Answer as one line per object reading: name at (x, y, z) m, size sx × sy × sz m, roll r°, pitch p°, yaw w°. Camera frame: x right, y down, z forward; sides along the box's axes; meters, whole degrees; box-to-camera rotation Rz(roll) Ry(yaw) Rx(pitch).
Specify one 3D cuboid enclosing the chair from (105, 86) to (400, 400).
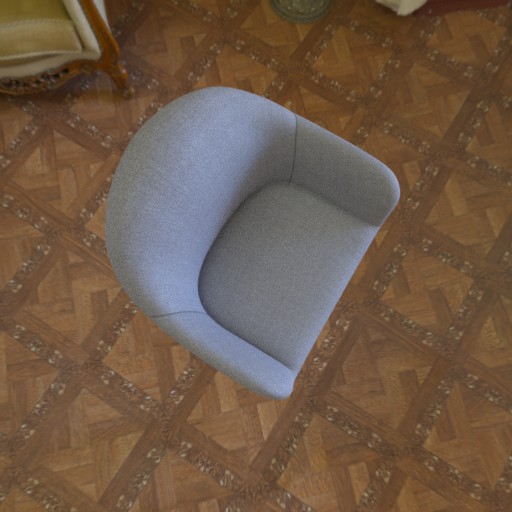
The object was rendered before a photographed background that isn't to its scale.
chair at (0.000, 0.000, 1.185) m, size 0.550 × 0.795 × 0.590 m, roll 30°, pitch 77°, yaw 8°
